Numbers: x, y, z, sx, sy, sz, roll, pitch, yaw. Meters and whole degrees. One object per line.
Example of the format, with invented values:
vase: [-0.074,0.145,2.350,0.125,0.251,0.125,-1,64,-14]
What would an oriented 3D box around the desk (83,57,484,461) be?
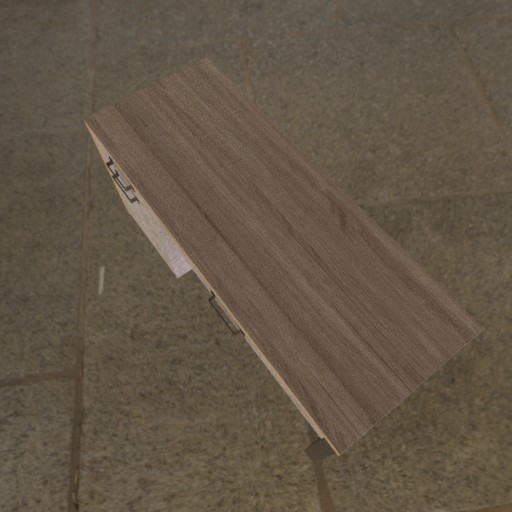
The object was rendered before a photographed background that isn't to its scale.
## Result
desk: [0.000,0.000,2.081,0.690,0.760,1.700,-34,68,-16]
